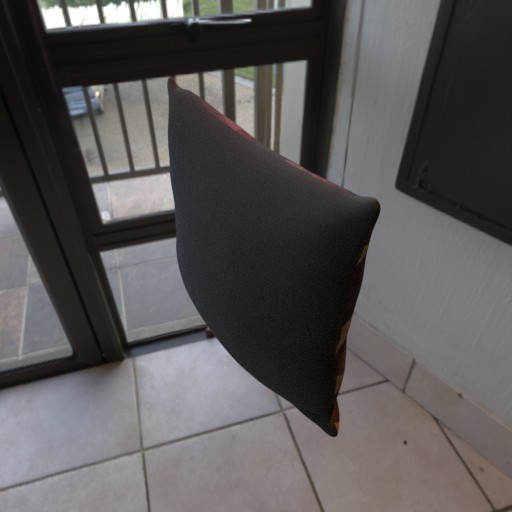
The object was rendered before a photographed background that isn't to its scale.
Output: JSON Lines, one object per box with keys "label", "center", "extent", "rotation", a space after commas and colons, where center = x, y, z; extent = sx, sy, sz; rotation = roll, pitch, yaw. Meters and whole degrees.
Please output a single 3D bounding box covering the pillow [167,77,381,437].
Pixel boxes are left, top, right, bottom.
{"label": "pillow", "center": [0.000, 0.000, 0.779], "extent": [0.208, 0.496, 0.503], "rotation": [-25, 47, -26]}
